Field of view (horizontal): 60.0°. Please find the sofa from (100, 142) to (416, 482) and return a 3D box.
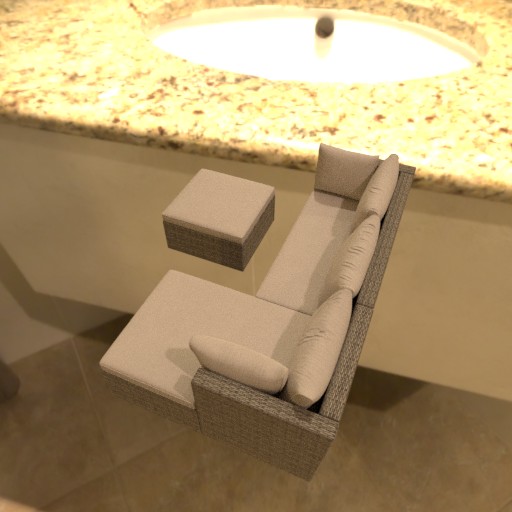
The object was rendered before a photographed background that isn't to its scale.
[{"bbox_3d":[0.000,0.000,2.992,1.662,0.766,2.192,17,49,16],"label":"sofa"}]
